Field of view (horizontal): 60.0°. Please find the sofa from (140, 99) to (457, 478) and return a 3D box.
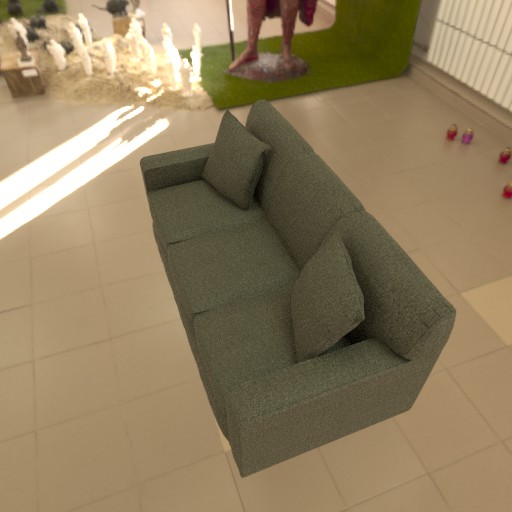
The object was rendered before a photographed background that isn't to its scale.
[{"bbox_3d":[0.000,0.000,2.573,0.997,0.958,2.024,-15,47,-15],"label":"sofa"}]
